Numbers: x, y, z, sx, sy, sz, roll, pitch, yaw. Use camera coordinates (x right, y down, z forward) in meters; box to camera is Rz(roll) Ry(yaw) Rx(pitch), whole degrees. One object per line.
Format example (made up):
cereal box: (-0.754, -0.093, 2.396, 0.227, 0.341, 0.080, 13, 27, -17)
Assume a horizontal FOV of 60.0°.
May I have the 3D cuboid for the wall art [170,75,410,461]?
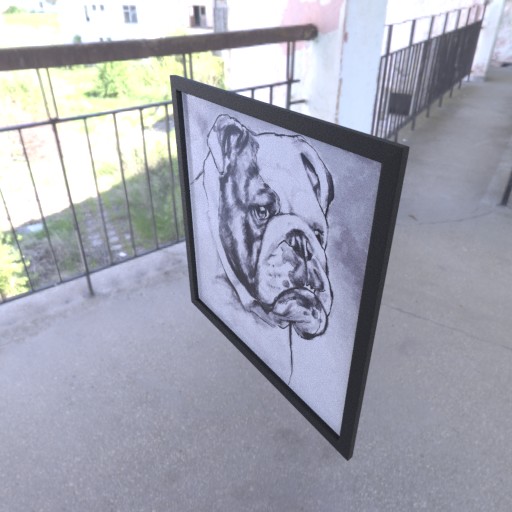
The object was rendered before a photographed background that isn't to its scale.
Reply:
wall art: (0.000, 0.000, 0.973, 0.016, 0.659, 0.663, -21, 37, -30)
